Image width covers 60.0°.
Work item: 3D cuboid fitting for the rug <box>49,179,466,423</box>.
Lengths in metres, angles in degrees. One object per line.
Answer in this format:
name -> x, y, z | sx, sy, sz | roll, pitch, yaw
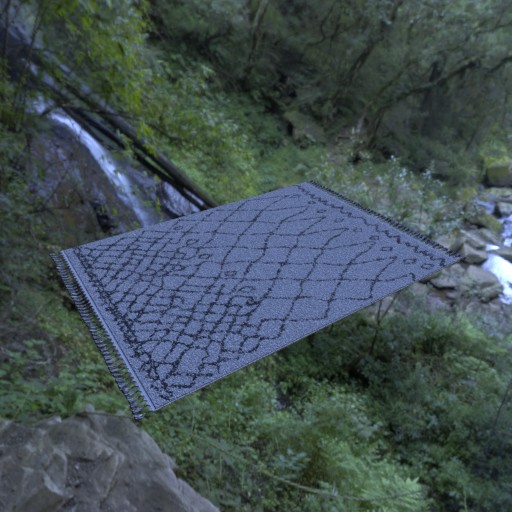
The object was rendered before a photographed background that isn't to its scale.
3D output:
rug -> 0.000, 0.000, 2.987 | 2.312, 0.017, 1.613 | -20, 37, -28
